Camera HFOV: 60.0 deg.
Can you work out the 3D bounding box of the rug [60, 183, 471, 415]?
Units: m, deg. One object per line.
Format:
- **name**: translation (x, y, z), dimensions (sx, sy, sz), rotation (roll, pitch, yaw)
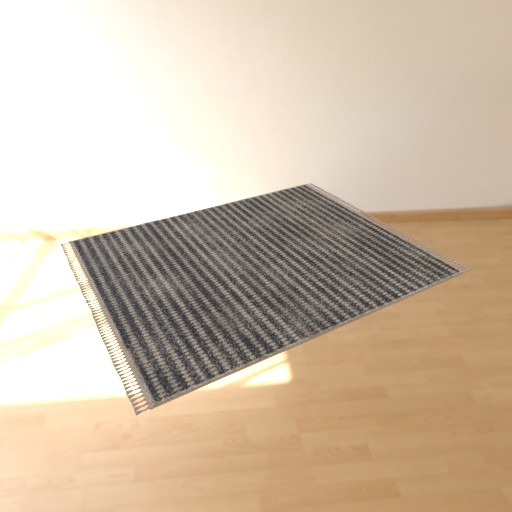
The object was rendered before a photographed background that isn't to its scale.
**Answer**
- **rug**: translation (0.000, 0.000, 3.938), dimensions (2.910, 0.013, 2.256), rotation (-17, 35, -26)
